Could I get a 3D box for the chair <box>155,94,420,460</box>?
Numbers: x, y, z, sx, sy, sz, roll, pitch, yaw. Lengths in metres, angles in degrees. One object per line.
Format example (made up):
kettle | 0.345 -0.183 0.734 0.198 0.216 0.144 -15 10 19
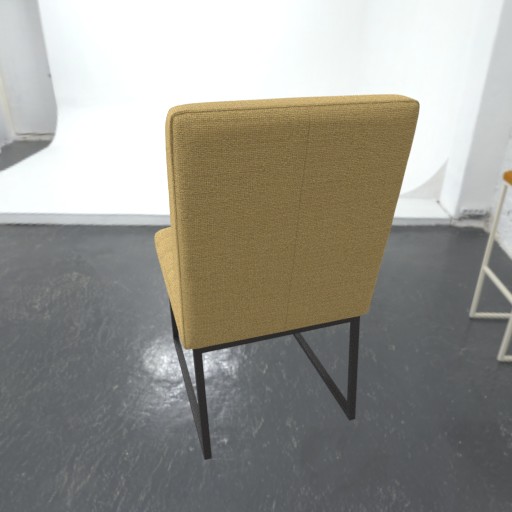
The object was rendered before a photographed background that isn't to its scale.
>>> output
chair | 0.000 0.000 1.279 0.520 0.930 0.634 -8 28 -16
